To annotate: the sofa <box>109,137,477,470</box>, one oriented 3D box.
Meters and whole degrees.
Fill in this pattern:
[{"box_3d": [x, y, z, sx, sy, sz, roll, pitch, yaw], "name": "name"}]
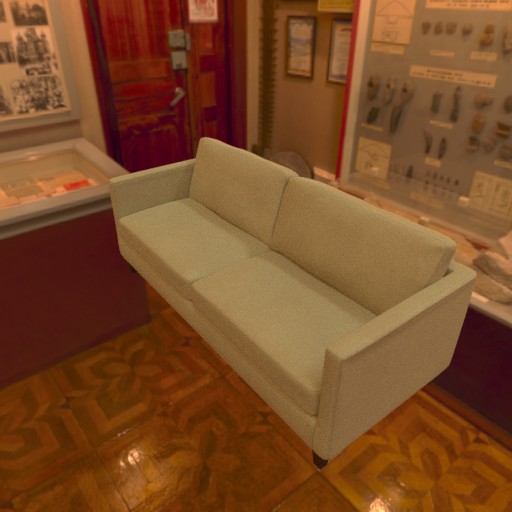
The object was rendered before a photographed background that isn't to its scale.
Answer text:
[{"box_3d": [0.000, 0.000, 2.654, 0.948, 0.932, 2.181, -22, 37, -31], "name": "sofa"}]
